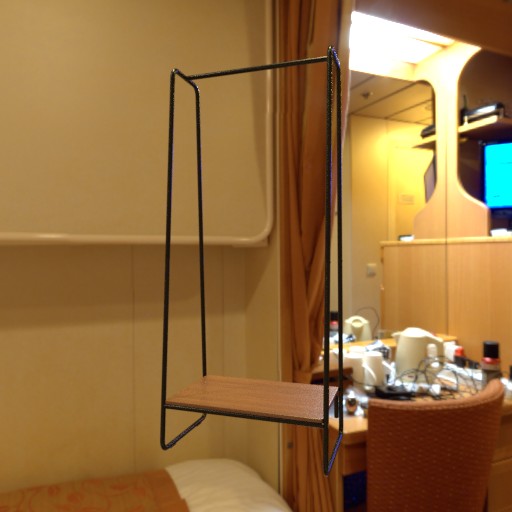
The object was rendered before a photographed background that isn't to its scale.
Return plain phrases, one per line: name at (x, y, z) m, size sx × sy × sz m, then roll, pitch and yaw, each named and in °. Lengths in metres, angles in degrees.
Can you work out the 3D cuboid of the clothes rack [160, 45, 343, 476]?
clothes rack at (0.000, 0.000, 1.757) m, size 0.640 × 1.500 × 0.400 m, roll 0°, pitch 0°, yaw 19°
